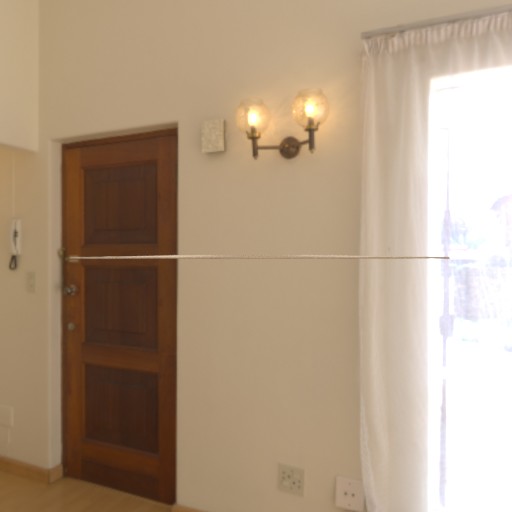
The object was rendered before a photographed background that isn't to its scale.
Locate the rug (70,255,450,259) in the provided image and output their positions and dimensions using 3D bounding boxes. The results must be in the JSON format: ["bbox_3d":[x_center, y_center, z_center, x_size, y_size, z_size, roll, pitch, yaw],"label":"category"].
[{"bbox_3d":[0.000,0.000,2.985,1.522,0.012,2.440,0,0,-1],"label":"rug"}]
